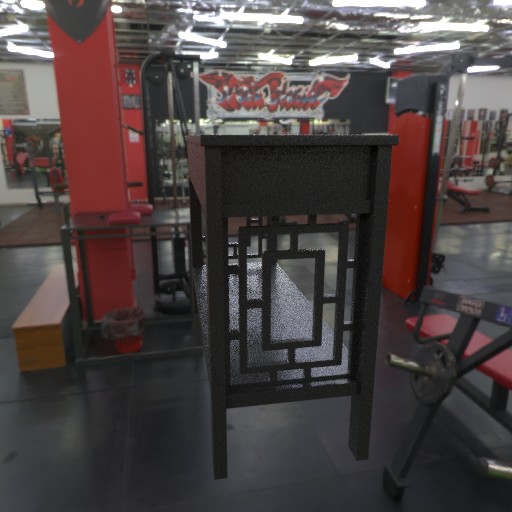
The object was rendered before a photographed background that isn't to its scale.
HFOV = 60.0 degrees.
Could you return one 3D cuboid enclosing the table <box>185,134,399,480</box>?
[{"bbox_3d":[0.000,0.000,1.436,0.397,0.753,1.068,-3,15,-10],"label":"table"}]
